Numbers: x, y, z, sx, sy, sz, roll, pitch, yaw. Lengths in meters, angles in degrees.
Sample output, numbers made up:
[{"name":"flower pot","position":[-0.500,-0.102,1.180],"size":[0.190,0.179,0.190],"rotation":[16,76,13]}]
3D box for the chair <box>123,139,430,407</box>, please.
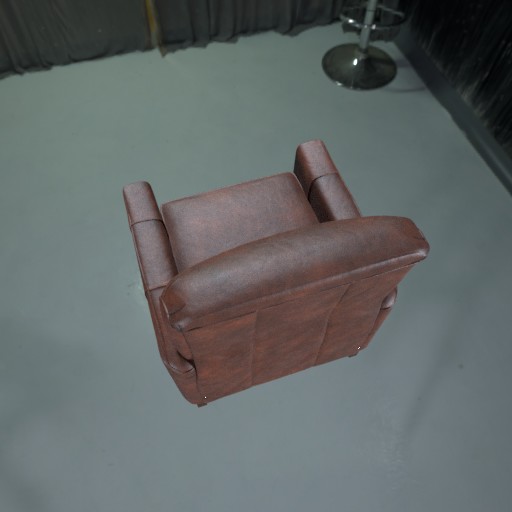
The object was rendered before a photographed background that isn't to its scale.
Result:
[{"name":"chair","position":[0.000,0.000,1.669],"size":[0.843,1.043,0.836],"rotation":[-16,59,-10]}]
